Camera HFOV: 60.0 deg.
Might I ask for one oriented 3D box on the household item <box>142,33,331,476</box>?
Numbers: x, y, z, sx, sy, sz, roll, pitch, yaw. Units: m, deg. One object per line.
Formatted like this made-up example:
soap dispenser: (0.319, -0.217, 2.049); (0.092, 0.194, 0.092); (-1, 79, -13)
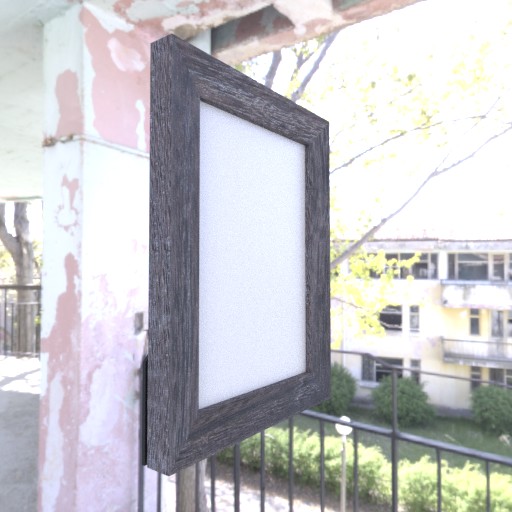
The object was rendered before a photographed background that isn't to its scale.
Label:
household item: (0.000, 0.000, 0.280); (0.020, 0.210, 0.160); (-1, -2, 37)
